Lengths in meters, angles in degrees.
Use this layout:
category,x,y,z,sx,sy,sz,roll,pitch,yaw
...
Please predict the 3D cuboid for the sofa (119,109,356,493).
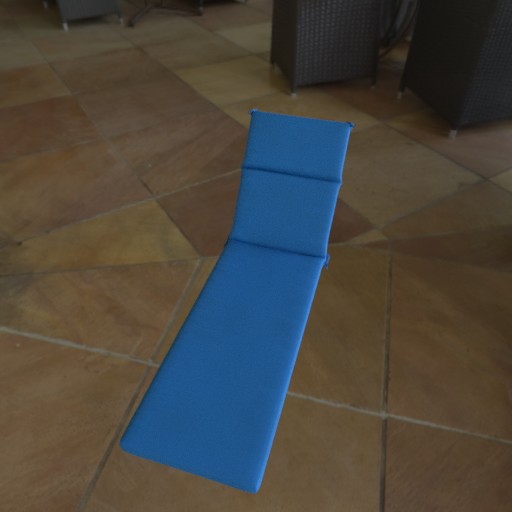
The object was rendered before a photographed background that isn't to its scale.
category,x,y,z,sx,sy,sz,roll,pitch,yaw
sofa,0.000,0.000,1.925,0.582,0.622,1.663,12,43,13
